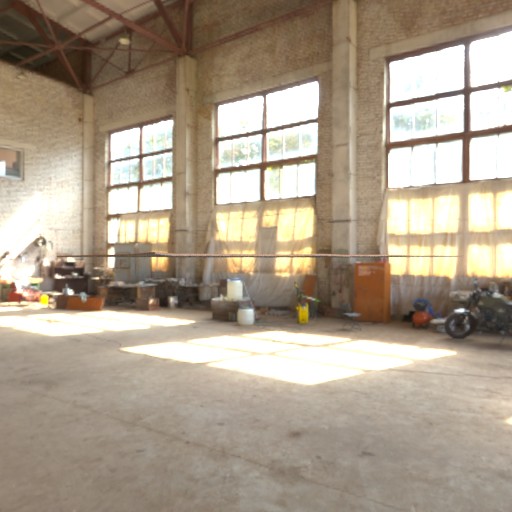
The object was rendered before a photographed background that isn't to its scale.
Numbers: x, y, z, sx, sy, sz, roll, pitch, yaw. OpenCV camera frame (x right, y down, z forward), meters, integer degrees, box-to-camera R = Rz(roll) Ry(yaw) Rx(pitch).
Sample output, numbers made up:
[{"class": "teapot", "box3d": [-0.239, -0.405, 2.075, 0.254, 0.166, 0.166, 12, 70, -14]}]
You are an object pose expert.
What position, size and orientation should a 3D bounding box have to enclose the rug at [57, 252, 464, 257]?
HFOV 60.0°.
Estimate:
[{"class": "rug", "box3d": [0.000, 0.000, 4.232, 3.057, 0.021, 2.431, 0, 0, -36]}]
